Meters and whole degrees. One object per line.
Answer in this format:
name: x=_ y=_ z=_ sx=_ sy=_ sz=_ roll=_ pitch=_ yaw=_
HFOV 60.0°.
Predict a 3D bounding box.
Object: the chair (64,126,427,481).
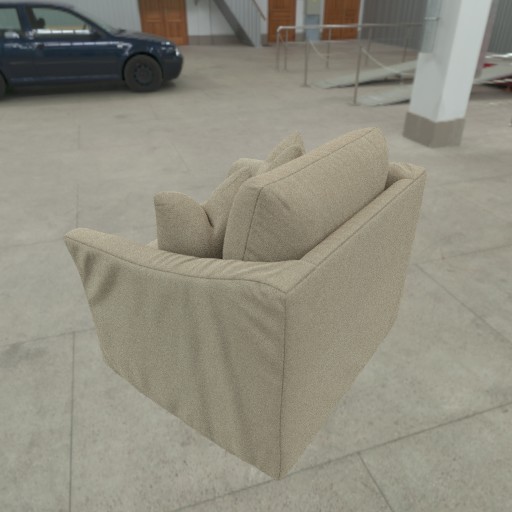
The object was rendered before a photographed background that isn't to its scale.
chair: x=0.000 y=0.000 z=2.000 sx=1.071 sy=1.093 sz=1.194 roll=20 pitch=36 yaw=30
